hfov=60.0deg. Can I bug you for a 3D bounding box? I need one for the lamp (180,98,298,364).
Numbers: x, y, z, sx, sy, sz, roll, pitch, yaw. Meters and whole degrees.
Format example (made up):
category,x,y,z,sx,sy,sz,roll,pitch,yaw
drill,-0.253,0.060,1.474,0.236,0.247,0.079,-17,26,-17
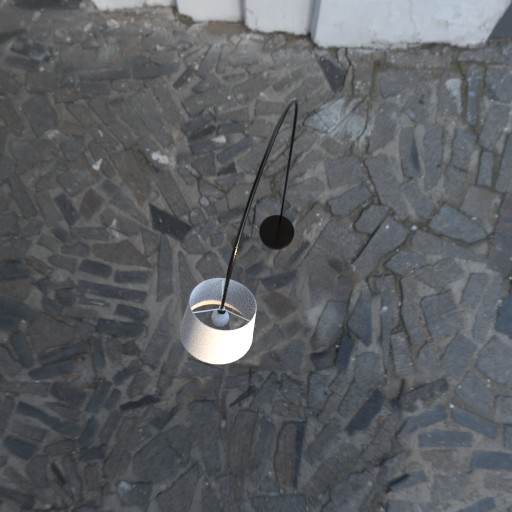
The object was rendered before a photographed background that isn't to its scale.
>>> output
category,x,y,z,sx,sy,sz,roll,pitch,yaw
lamp,0.000,0.000,2.668,0.331,2.104,1.363,19,75,5
